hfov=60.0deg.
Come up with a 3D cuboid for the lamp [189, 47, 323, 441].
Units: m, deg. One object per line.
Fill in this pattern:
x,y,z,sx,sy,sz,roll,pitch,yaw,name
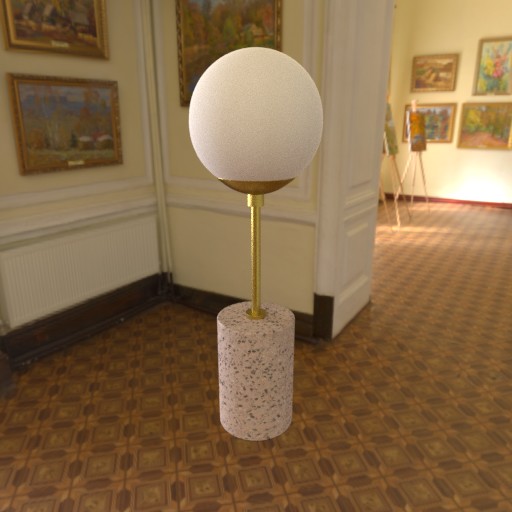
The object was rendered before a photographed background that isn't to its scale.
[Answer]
0.000,0.000,0.560,0.153,0.480,0.153,0,17,0,lamp
